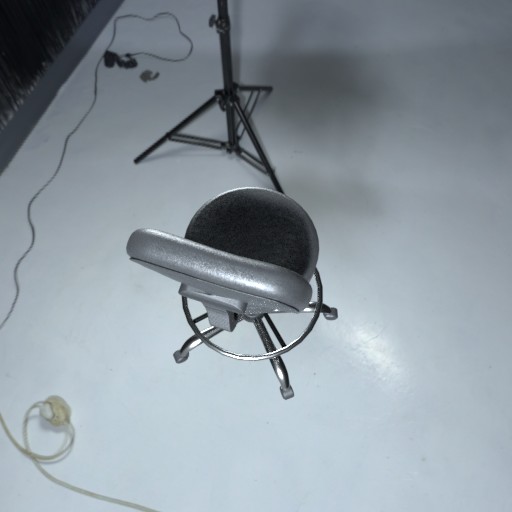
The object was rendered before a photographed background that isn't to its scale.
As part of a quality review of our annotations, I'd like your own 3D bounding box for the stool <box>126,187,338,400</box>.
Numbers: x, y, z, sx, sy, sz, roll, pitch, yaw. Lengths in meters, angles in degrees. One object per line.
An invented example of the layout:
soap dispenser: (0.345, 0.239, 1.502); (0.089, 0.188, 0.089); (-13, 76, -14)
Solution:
stool: (0.000, 0.000, 1.468); (0.694, 1.069, 0.658); (16, 64, 8)
